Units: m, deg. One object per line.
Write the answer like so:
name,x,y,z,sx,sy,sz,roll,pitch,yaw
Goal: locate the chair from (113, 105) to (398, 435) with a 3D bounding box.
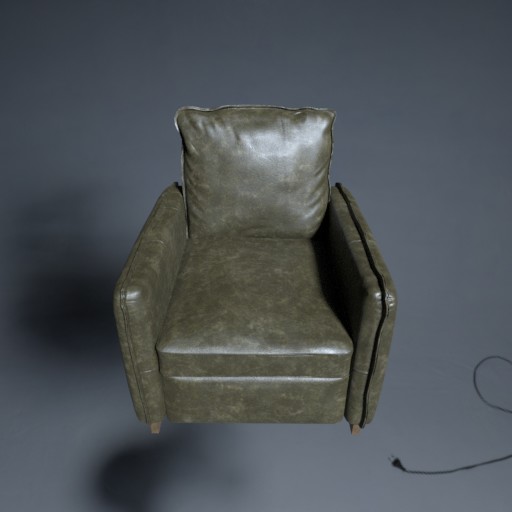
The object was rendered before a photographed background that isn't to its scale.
chair,0.000,0.000,1.613,0.830,0.921,0.921,0,32,0
